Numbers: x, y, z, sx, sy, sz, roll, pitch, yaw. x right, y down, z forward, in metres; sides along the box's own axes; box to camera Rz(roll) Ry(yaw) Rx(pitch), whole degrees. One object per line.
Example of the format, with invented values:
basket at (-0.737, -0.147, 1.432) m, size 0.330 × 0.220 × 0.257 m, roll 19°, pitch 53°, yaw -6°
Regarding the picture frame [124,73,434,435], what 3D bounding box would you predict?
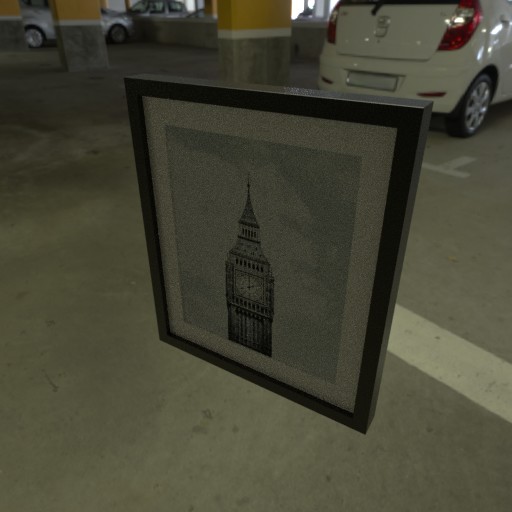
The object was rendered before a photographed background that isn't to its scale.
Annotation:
picture frame at (0.000, 0.000, 0.525) m, size 0.328 × 0.378 × 0.034 m, roll 17°, pitch 34°, yaw 27°
